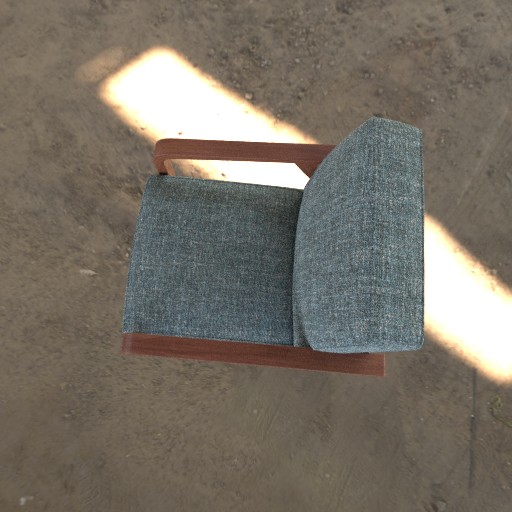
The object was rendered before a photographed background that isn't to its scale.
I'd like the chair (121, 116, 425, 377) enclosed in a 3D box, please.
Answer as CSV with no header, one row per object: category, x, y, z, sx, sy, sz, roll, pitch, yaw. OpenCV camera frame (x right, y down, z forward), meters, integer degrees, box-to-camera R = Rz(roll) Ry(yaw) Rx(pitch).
chair,0.000,0.000,1.490,0.889,0.864,0.719,5,75,1
